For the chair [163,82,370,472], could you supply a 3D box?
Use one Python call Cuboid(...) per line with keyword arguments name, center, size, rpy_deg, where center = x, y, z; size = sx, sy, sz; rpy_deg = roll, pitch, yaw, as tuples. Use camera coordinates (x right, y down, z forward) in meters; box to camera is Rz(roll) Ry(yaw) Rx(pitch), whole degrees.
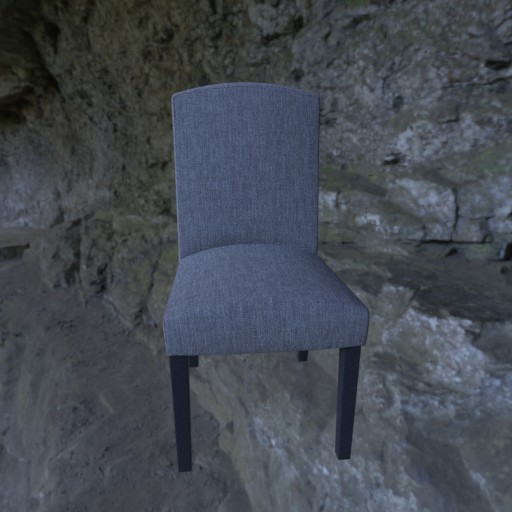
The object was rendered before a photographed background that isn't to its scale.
Cuboid(name="chair", center=(0.000, 0.000, 1.190), size=(0.451, 0.917, 0.580), rpy_deg=(-2, 16, -6))
